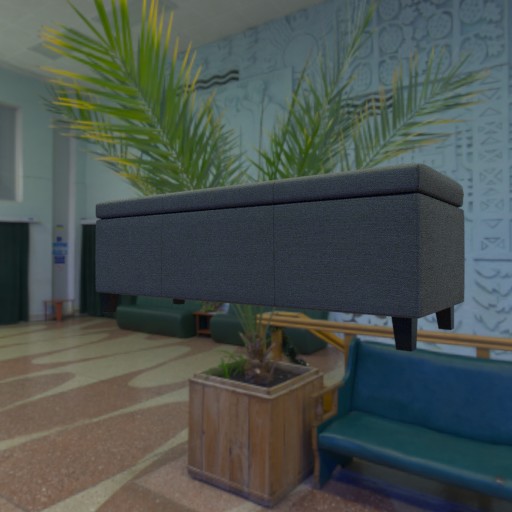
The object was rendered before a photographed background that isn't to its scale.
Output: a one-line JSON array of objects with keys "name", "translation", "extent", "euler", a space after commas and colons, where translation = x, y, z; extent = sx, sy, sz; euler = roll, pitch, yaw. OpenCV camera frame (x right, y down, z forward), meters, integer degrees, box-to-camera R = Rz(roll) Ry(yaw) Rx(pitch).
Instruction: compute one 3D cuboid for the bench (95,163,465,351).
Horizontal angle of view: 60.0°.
[{"name": "bench", "translation": [0.000, 0.000, 1.530], "extent": [1.269, 0.438, 0.446], "euler": [0, 0, 37]}]
